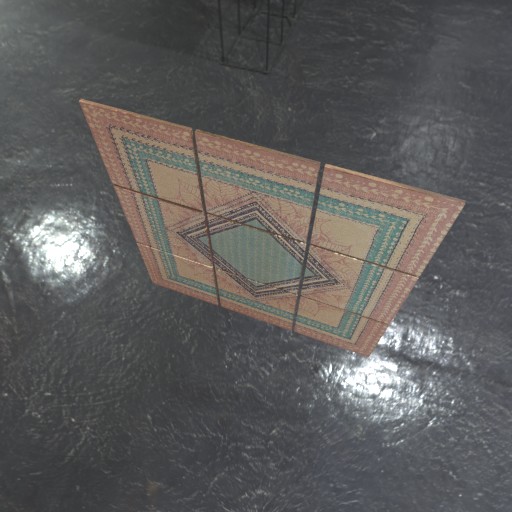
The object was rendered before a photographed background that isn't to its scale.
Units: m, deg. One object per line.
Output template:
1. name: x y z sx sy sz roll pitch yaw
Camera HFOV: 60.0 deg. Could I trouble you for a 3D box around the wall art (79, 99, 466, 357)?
1. wall art: 0.000 0.000 1.830 1.215 1.213 0.013 17 59 11
